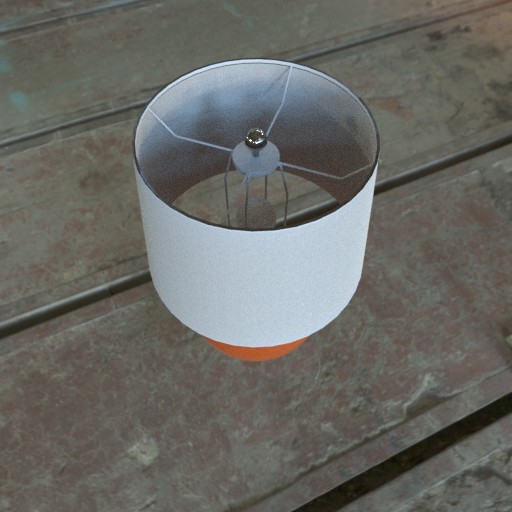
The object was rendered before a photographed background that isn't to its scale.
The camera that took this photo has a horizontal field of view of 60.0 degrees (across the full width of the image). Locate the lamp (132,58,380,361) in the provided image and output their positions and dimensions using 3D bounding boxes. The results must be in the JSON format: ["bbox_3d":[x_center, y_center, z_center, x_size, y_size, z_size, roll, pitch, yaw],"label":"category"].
[{"bbox_3d":[0.000,0.000,0.532,0.247,0.387,0.247,0,57,0],"label":"lamp"}]
